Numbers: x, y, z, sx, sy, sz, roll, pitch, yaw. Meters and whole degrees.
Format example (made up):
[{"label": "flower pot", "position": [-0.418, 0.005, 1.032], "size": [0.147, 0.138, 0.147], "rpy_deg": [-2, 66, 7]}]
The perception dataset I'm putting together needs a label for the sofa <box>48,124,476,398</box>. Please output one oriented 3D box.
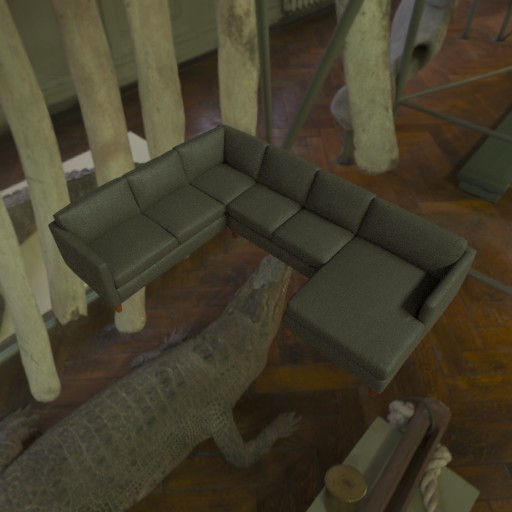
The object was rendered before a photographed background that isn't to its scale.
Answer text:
[{"label": "sofa", "position": [0.000, 0.000, 4.553], "size": [3.460, 0.961, 2.594], "rpy_deg": [33, 54, 28]}]
